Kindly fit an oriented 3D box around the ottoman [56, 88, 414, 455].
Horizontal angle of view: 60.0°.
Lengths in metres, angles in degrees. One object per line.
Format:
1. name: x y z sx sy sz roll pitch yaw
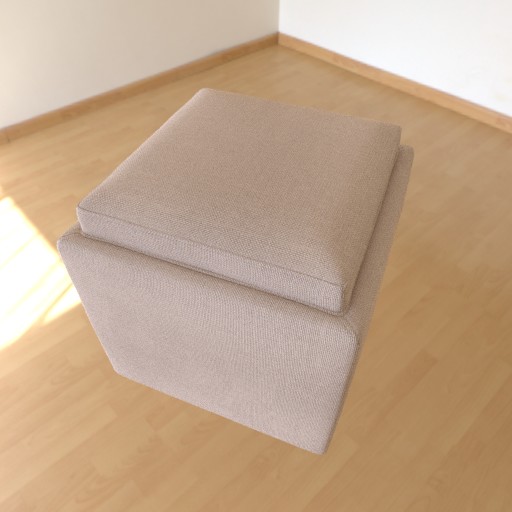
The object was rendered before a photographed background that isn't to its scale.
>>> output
1. ottoman: 0.000 0.000 0.815 0.450 0.460 0.451 16 48 15
